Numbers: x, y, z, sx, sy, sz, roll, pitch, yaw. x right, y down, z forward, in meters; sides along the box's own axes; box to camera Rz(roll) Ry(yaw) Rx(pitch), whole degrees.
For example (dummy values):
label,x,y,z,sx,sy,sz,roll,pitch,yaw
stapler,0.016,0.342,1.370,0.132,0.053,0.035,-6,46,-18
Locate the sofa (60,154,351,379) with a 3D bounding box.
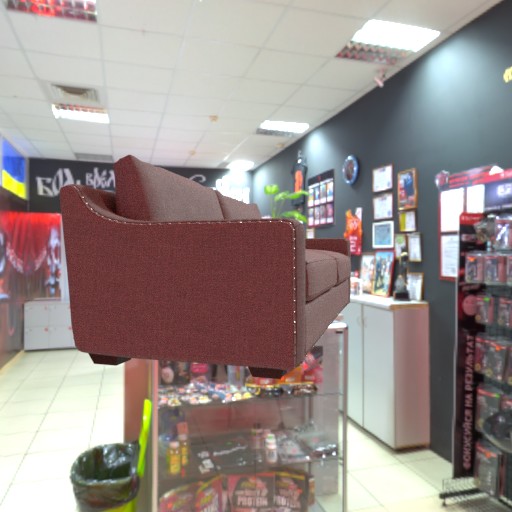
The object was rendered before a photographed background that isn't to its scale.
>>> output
label,x,y,z,sx,sy,sz,roll,pitch,yaw
sofa,0.000,0.000,2.685,1.000,0.857,2.208,0,0,17
